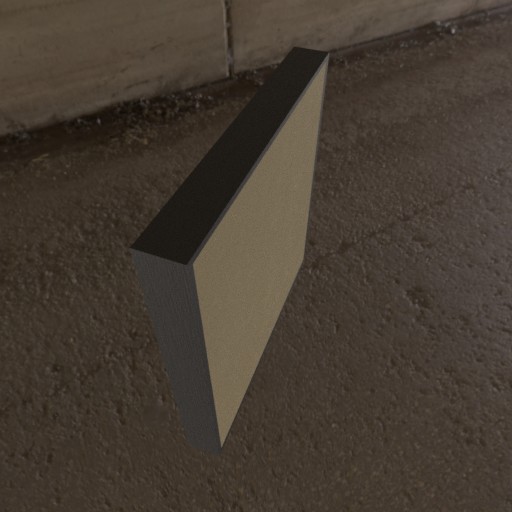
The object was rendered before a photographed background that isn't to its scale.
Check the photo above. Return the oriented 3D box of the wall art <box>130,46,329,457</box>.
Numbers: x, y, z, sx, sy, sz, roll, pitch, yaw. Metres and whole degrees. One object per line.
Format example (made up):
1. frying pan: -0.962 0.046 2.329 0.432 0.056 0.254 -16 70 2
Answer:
1. wall art: 0.000 0.000 0.454 0.036 0.300 0.302 16 49 14
